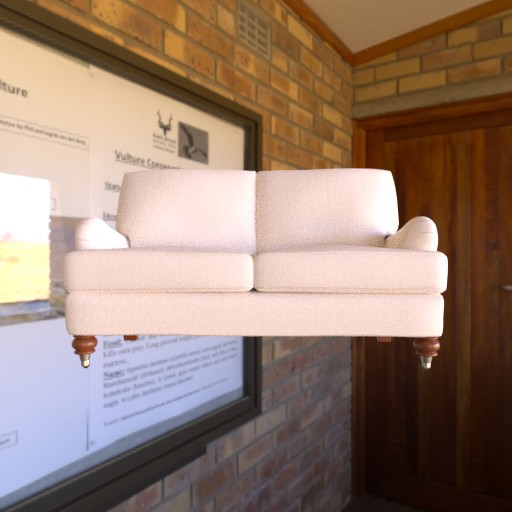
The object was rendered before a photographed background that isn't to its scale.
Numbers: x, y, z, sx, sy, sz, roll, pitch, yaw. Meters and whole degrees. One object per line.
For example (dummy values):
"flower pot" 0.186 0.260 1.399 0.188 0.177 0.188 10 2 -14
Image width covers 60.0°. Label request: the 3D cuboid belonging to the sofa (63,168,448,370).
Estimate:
"sofa" 0.000 0.000 2.563 1.853 1.101 1.084 0 0 1
